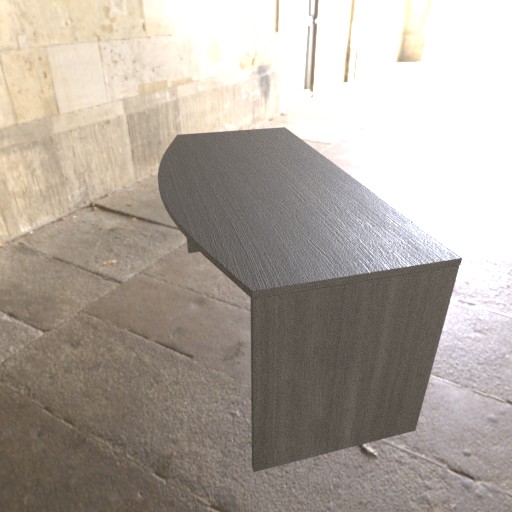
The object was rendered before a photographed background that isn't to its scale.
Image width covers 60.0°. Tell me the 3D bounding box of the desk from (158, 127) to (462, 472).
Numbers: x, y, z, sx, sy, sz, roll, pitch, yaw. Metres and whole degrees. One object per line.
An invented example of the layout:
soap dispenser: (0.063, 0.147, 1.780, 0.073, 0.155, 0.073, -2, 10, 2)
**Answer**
desk: (0.000, 0.000, 2.052, 0.802, 0.750, 1.600, -8, 31, -13)
